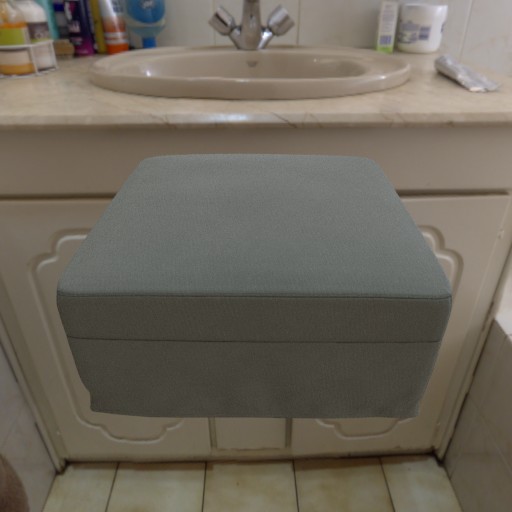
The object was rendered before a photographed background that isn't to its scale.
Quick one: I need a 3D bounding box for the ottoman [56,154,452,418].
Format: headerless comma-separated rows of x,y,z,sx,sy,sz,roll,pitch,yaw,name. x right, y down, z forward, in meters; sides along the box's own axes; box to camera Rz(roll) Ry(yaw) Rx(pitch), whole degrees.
0.000,0.000,1.321,0.842,0.441,0.843,0,32,1,ottoman
